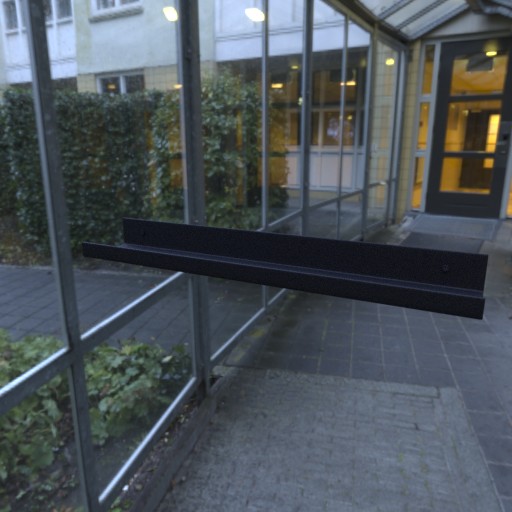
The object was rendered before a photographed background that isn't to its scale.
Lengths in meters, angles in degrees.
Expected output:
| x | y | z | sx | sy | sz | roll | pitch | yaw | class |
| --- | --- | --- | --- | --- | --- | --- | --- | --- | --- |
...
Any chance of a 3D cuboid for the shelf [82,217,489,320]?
| x | y | z | sx | sy | sz | roll | pitch | yaw | class |
| --- | --- | --- | --- | --- | --- | --- | --- | --- | --- |
| 0.000 | 0.000 | 0.653 | 0.605 | 0.053 | 0.102 | 7 | 16 | 26 | shelf |
